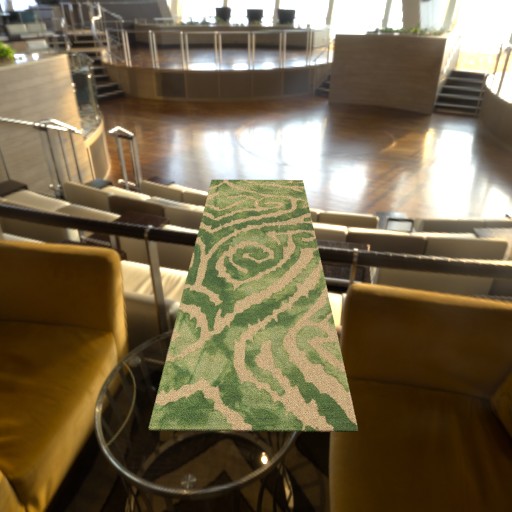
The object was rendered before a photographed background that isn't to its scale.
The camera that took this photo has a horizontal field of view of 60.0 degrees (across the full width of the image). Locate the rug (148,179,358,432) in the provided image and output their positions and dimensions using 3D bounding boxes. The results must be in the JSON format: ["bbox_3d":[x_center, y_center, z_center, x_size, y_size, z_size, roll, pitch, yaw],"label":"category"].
[{"bbox_3d":[0.000,0.000,2.647,0.761,0.006,2.438,0,31,0],"label":"rug"}]
